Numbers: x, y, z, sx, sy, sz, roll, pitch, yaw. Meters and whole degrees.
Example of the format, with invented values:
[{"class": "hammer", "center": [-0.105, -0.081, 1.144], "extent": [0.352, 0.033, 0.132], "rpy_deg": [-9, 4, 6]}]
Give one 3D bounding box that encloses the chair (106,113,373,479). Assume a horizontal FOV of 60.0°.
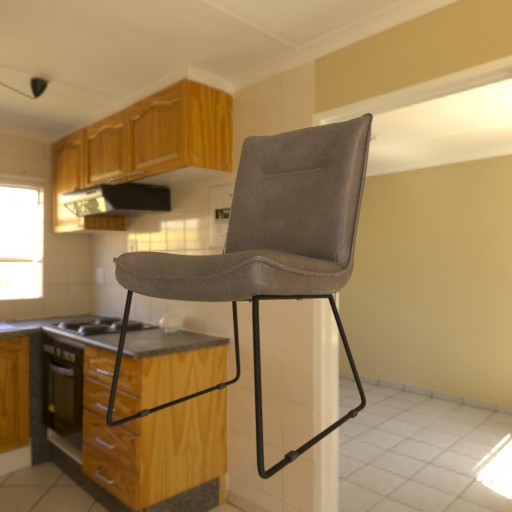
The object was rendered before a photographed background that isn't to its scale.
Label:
[{"class": "chair", "center": [0.000, 0.000, 1.321], "extent": [0.515, 0.932, 0.688], "rpy_deg": [0, -1, 35]}]
